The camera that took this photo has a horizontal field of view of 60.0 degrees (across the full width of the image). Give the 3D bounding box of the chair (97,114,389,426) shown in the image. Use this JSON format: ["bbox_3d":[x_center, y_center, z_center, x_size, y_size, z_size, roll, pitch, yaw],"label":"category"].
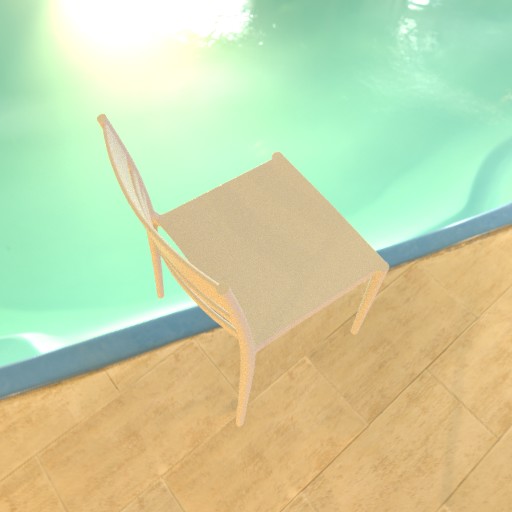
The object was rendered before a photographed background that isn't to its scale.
[{"bbox_3d":[0.000,0.000,1.162,0.511,0.800,0.531,-30,63,-17],"label":"chair"}]
